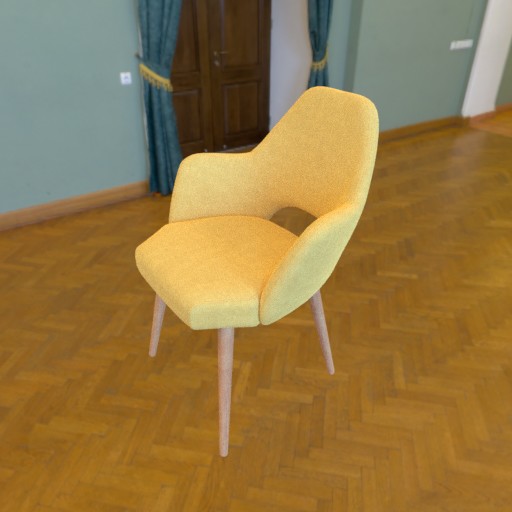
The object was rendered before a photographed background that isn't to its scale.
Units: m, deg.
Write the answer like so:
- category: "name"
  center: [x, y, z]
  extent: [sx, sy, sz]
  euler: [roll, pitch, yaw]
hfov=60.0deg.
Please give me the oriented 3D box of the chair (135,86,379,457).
- category: "chair"
  center: [0.000, 0.000, 1.270]
  extent: [0.610, 0.840, 0.590]
  euler: [-21, 37, -30]
